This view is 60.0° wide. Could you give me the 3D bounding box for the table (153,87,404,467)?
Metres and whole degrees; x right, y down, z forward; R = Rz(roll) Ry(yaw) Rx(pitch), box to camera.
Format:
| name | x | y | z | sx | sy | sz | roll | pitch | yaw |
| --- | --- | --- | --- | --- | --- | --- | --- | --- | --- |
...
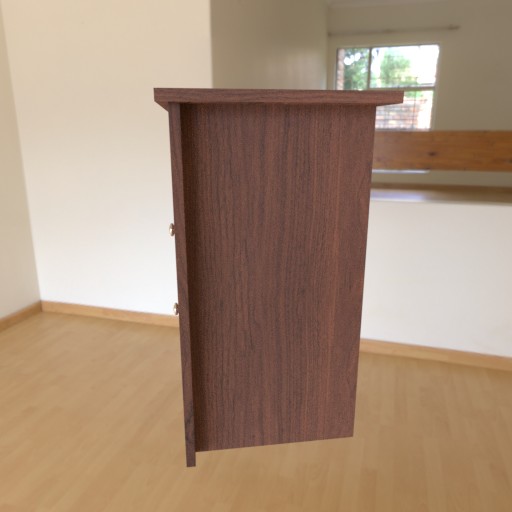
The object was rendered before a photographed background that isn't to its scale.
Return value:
| name | x | y | z | sx | sy | sz | roll | pitch | yaw |
| --- | --- | --- | --- | --- | --- | --- | --- | --- | --- |
| table | 0.000 | 0.000 | 1.075 | 0.406 | 0.711 | 0.589 | -2 | 16 | -8 |
